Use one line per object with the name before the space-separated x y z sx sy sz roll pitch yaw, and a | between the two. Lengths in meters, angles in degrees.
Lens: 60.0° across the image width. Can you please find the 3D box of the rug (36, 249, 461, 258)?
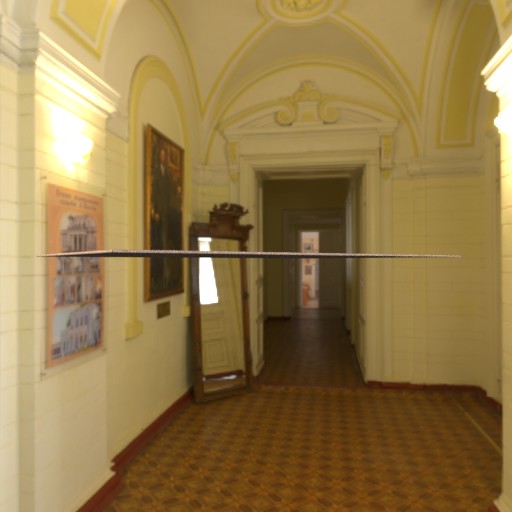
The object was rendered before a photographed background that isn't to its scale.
rug | 0.000 0.000 2.991 2.439 0.011 1.533 1 -1 -36
